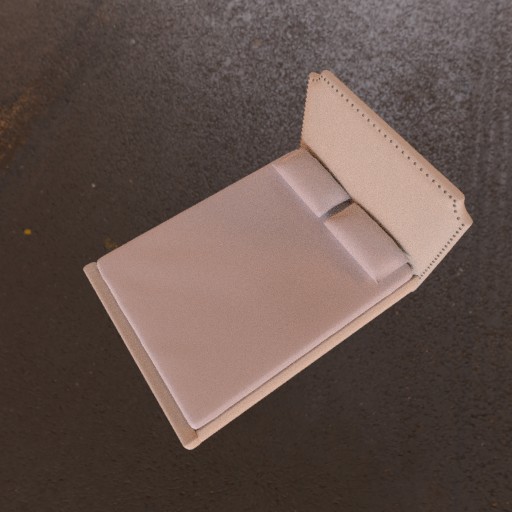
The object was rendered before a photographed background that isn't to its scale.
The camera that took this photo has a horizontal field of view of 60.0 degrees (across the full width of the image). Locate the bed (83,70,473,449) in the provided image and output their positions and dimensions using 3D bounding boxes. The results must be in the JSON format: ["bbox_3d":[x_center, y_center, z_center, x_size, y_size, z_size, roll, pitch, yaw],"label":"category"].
[{"bbox_3d":[0.000,0.000,3.457,2.372,1.443,1.712,-32,67,-15],"label":"bed"}]
